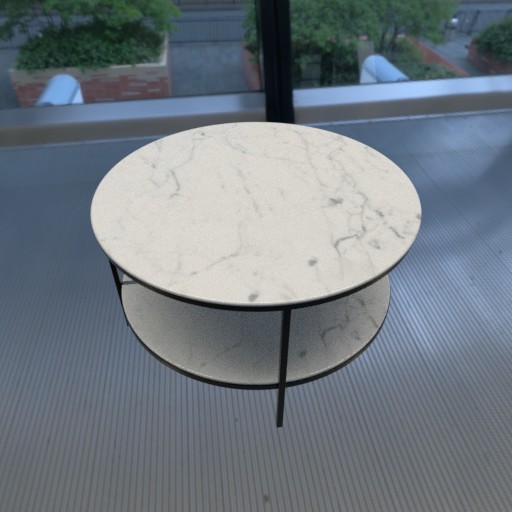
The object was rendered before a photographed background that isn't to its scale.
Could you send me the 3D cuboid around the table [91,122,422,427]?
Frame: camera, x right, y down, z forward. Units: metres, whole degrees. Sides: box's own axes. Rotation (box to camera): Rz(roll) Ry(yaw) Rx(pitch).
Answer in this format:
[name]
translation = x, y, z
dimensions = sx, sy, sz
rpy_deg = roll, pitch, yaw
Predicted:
[table]
translation = 0.000, 0.000, 1.257
dimensions = 0.800, 0.450, 0.800
rpy_deg = 0, 40, 0
